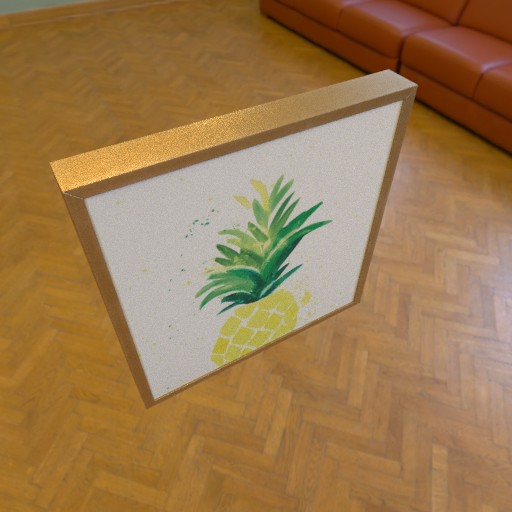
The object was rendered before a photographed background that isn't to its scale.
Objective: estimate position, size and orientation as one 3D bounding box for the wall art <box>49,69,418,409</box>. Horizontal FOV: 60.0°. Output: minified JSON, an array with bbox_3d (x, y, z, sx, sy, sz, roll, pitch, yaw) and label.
[{"bbox_3d":[0.000,0.000,0.454,0.306,0.305,0.038,-22,50,-20],"label":"wall art"}]
